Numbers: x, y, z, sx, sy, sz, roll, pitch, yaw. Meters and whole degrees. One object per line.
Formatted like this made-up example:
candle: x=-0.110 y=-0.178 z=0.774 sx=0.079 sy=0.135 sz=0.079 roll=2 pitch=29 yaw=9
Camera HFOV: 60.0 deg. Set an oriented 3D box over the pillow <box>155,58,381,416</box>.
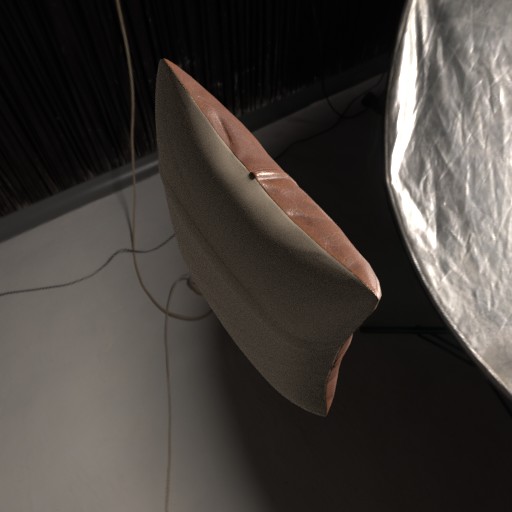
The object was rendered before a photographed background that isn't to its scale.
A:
pillow: x=0.000 y=0.000 z=0.732 sx=0.192 sy=0.470 sz=0.484 roll=-29 pitch=62 yaw=-17
